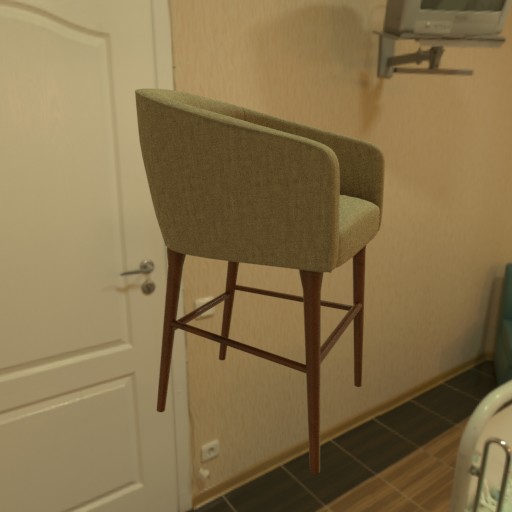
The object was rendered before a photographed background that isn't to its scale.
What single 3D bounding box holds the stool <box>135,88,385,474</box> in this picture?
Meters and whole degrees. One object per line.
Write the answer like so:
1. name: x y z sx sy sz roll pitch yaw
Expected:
1. stool: 0.000 0.000 1.314 0.635 0.952 0.559 7 16 25
